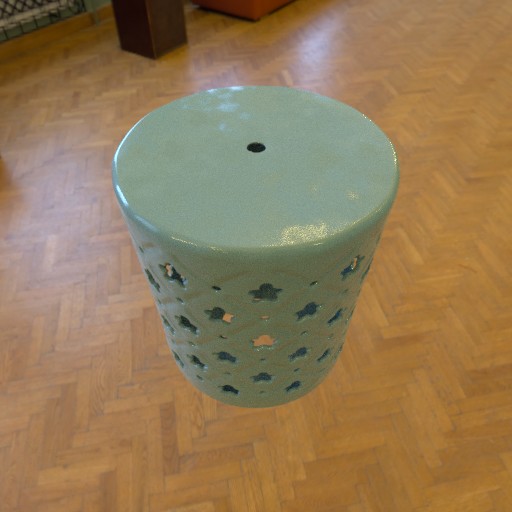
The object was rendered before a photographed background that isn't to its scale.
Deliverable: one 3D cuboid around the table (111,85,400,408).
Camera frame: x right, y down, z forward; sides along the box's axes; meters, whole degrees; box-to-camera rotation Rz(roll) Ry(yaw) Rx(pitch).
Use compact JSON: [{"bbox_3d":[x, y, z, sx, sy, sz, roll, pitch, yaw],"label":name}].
[{"bbox_3d":[0.000,0.000,0.680,0.352,0.387,0.352,0,47,0],"label":"table"}]
